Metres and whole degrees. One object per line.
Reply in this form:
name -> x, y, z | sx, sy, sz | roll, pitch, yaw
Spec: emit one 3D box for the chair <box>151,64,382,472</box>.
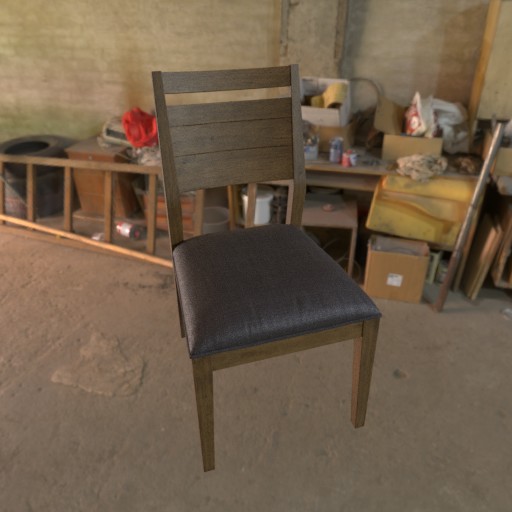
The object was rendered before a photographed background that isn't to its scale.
chair -> 0.000, 0.000, 1.278 | 0.501, 0.939, 0.610 | -9, 33, -15
